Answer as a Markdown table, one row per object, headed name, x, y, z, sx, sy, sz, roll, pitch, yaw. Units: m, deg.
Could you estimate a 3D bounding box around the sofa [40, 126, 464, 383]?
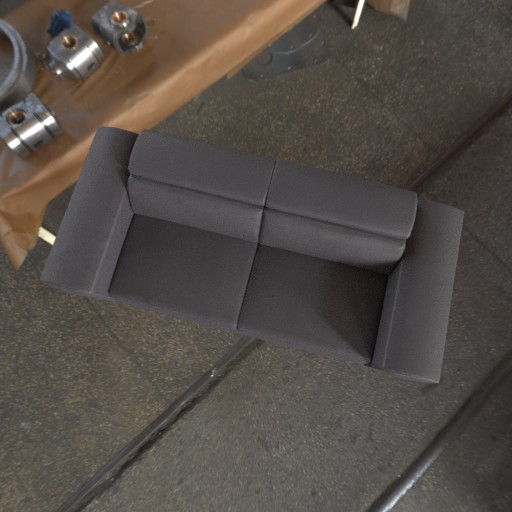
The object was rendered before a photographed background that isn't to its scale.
| name | x | y | z | sx | sy | sz | roll | pitch | yaw |
| --- | --- | --- | --- | --- | --- | --- | --- | --- | --- |
| sofa | 0.000 | 0.000 | 2.818 | 2.330 | 0.814 | 1.048 | 14 | 76 | 3 |
